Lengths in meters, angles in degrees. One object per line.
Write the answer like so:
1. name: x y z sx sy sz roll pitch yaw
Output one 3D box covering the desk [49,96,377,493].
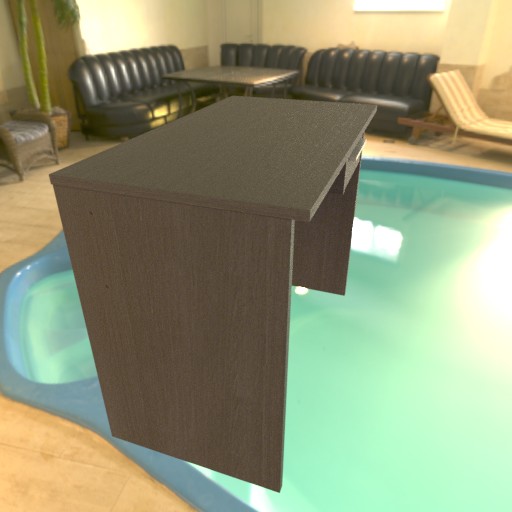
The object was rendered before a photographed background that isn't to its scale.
1. desk: 0.000 0.000 1.293 0.498 0.724 0.893 10 31 17
